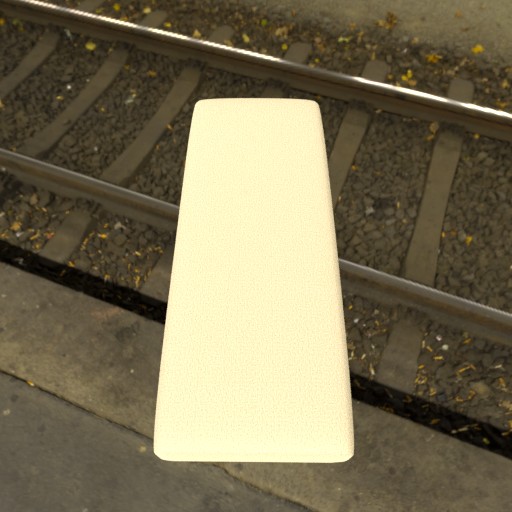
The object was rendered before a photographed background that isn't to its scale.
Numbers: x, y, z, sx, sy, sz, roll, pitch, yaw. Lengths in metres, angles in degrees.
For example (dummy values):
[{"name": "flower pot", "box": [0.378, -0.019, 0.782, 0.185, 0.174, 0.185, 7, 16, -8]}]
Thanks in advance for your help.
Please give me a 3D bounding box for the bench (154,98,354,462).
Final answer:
[{"name": "bench", "box": [0.000, 0.000, 1.885, 0.646, 0.393, 1.609, 0, 58, 0]}]
